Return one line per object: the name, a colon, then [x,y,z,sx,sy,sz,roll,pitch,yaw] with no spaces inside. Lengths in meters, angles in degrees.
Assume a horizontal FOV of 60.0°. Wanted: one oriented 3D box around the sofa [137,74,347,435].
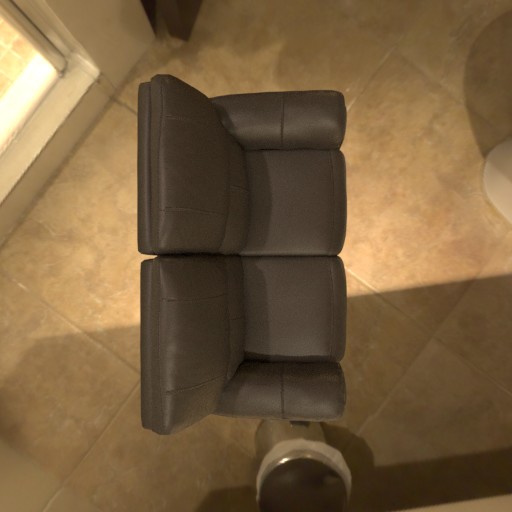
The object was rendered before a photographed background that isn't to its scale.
sofa: [0.000,0.000,2.481,1.104,1.111,1.765,0,90,0]
